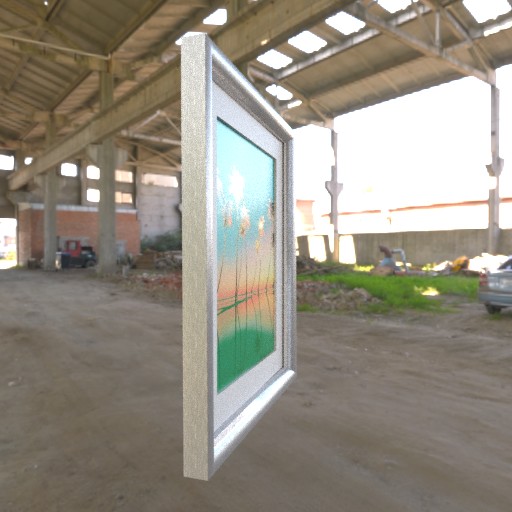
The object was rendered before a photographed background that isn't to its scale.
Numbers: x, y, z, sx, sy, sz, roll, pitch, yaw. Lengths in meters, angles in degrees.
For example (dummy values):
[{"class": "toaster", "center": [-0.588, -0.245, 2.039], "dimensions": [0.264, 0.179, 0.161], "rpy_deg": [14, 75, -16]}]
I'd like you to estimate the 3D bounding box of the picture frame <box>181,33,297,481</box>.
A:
[{"class": "picture frame", "center": [0.000, 0.000, 0.533], "dimensions": [0.027, 0.378, 0.327], "rpy_deg": [0, 1, 18]}]
